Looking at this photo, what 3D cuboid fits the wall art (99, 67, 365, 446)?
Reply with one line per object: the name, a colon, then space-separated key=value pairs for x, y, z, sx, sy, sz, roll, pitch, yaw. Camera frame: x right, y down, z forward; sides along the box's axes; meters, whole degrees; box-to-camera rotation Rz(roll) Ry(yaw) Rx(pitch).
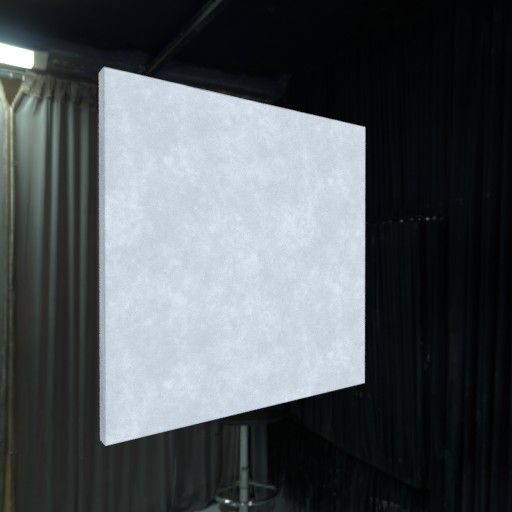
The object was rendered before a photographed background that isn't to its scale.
wall art: x=0.000 y=0.000 z=0.445 sx=0.303 sy=0.303 sz=0.015 roll=0 pitch=1 yaw=-34
